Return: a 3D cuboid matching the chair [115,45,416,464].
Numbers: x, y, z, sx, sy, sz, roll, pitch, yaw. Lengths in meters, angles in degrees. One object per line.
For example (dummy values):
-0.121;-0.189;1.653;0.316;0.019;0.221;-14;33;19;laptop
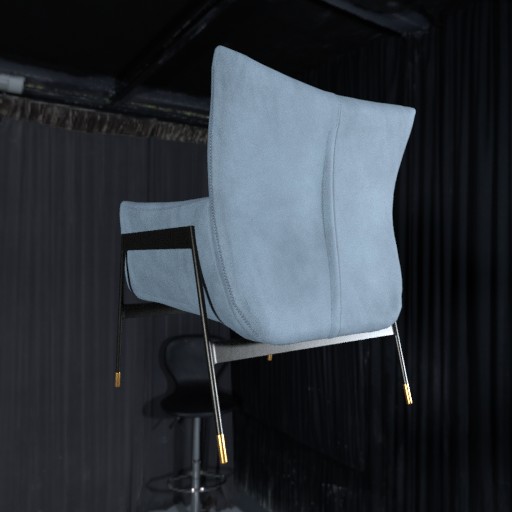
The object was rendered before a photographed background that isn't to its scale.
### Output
0.000;0.000;1.360;0.678;0.858;0.709;0;0;-36;chair
